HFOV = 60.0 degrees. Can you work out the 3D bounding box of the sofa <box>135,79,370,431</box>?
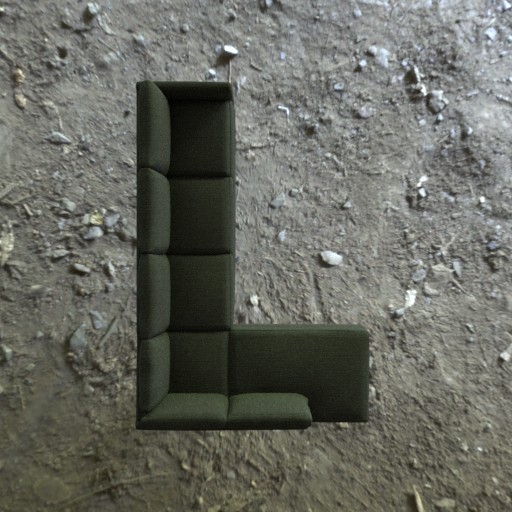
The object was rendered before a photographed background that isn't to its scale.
[{"bbox_3d":[0.000,0.000,3.875,2.007,0.815,2.949,0,90,-1],"label":"sofa"}]
